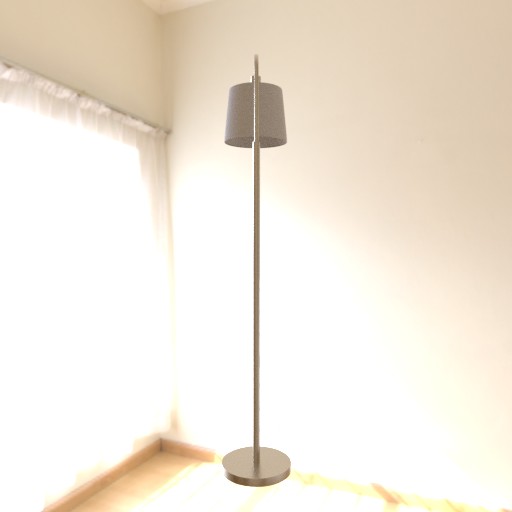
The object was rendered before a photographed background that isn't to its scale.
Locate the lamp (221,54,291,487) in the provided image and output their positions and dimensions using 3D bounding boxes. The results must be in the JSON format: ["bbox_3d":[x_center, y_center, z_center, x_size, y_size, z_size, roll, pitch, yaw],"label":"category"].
[{"bbox_3d":[0.000,0.000,1.670,0.254,1.478,0.508,0,0,-1],"label":"lamp"}]
